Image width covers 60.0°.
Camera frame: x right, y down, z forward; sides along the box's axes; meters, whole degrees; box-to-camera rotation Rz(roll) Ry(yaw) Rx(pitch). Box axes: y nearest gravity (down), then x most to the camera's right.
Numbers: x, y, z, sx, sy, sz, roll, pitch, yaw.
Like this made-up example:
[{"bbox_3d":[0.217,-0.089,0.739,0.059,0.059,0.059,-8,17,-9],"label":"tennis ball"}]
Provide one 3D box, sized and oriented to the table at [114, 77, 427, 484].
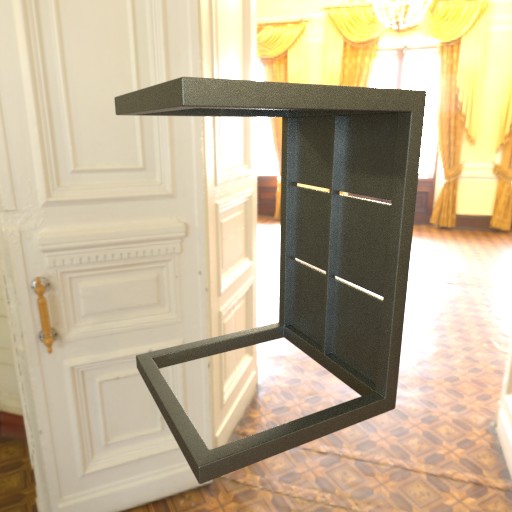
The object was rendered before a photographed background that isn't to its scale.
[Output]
[{"bbox_3d":[0.000,0.000,0.885,0.420,0.609,0.405,-8,18,-27],"label":"table"}]
